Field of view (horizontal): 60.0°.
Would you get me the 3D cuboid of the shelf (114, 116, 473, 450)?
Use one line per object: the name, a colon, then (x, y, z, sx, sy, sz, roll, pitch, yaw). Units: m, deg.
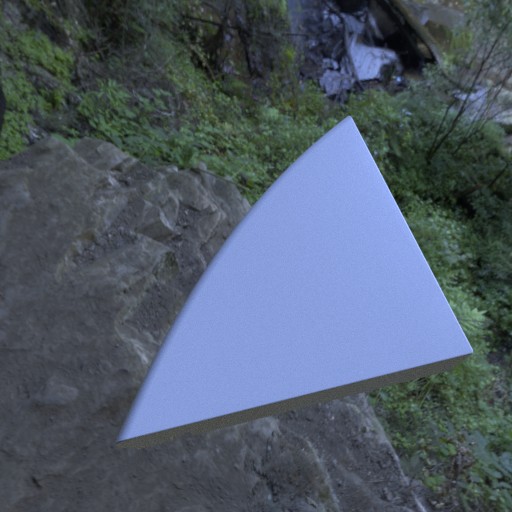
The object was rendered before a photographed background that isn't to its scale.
shelf: (0.000, 0.000, 0.460, 0.310, 0.050, 0.310, -12, 60, -7)
